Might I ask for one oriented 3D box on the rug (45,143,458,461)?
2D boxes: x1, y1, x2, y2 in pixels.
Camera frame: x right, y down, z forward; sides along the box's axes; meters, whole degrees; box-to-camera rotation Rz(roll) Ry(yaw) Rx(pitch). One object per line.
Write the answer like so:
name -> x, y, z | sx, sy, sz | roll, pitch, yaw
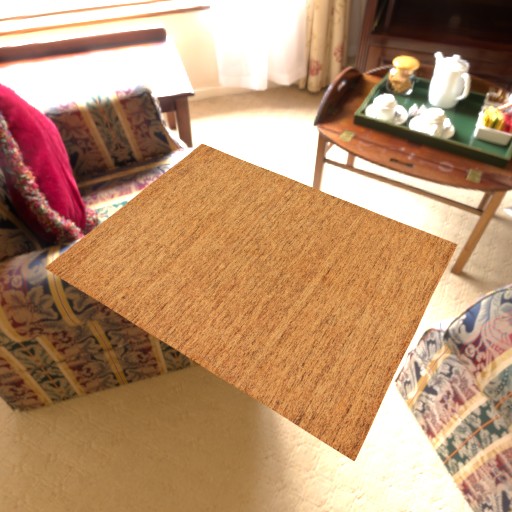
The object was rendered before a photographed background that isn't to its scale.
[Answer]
rug -> 0.000, 0.000, 4.307 | 3.200, 0.012, 2.438 | 26, 53, 21
